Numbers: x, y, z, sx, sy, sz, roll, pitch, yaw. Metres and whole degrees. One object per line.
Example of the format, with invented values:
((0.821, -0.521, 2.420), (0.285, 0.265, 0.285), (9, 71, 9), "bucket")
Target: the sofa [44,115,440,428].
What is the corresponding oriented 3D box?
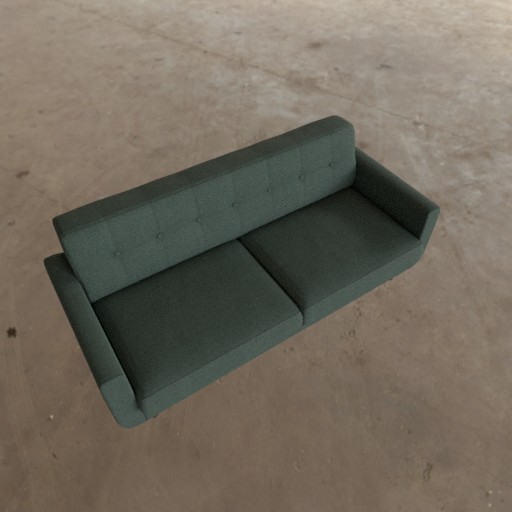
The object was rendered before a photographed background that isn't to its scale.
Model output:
((0.000, 0.000, 2.498), (2.029, 0.841, 0.909), (-26, 52, -22), "sofa")
